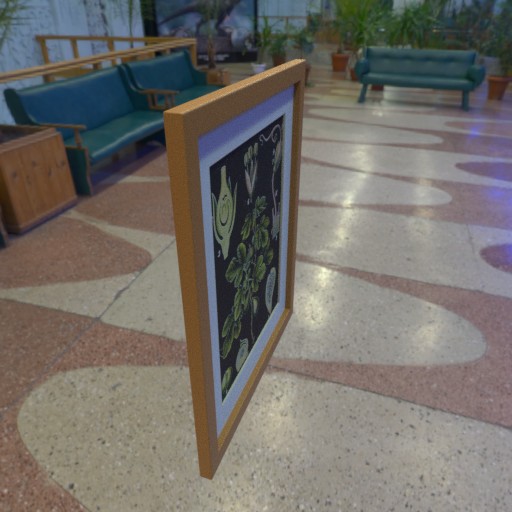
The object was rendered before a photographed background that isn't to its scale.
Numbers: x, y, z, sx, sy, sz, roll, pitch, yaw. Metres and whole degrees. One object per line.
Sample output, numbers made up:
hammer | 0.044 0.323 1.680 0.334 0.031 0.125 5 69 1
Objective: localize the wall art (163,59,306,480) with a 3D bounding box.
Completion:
wall art | 0.000 0.000 0.734 0.022 0.553 0.452 10 32 17
